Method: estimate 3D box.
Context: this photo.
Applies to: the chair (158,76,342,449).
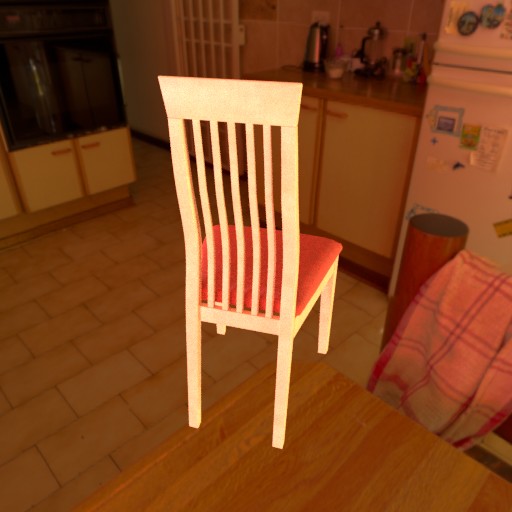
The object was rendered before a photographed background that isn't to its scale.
[{"bbox_3d":[0.000,0.000,1.280,0.460,1.027,0.474,8,32,13],"label":"chair"}]
